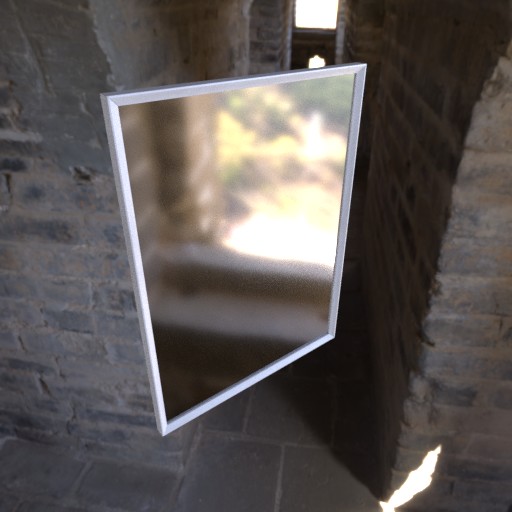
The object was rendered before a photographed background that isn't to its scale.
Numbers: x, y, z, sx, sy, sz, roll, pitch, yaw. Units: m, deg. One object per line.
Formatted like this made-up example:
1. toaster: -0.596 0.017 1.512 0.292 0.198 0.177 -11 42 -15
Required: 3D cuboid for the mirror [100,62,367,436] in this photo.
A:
1. mirror: 0.000 0.000 1.334 0.762 1.016 0.041 -21 37 -31
